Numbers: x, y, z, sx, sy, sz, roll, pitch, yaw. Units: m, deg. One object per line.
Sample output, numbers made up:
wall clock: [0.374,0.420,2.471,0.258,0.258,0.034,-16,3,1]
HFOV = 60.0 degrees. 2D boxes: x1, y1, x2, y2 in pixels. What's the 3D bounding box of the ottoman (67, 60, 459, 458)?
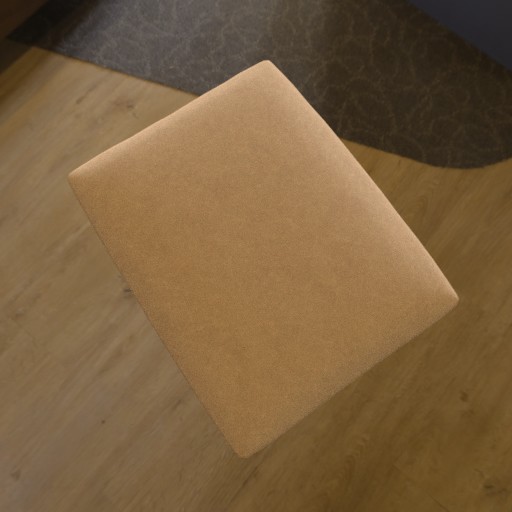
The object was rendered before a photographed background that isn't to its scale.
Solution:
ottoman: [0.000,0.000,1.147,0.584,0.513,0.741,-33,78,-8]
